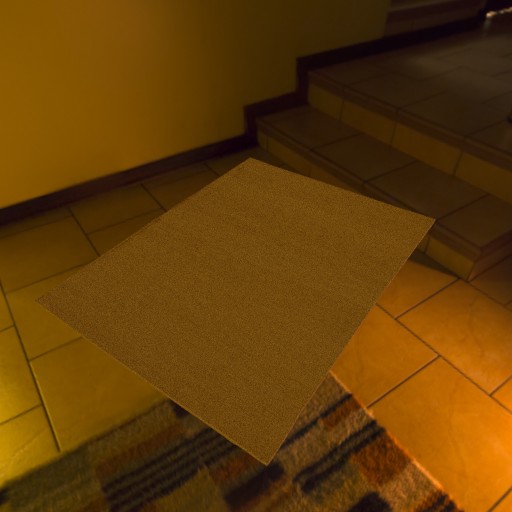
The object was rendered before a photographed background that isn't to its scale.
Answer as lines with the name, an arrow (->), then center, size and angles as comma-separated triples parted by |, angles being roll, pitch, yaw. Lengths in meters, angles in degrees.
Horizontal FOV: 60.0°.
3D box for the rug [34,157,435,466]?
rug -> 0.000, 0.000, 4.265 | 2.434, 0.045, 3.202 | 25, 46, 26
